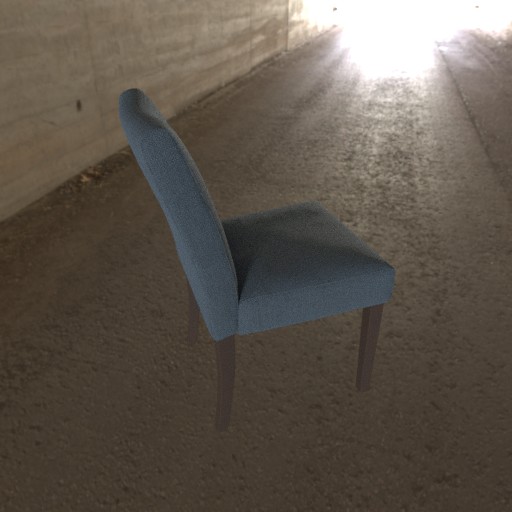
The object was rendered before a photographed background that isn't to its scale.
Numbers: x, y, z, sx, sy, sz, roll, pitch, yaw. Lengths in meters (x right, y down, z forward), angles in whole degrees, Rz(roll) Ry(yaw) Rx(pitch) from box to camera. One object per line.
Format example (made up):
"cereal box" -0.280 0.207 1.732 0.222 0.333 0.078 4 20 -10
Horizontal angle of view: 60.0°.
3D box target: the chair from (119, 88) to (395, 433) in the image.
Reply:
"chair" 0.000 0.000 1.272 0.629 0.882 0.487 -10 33 -17
